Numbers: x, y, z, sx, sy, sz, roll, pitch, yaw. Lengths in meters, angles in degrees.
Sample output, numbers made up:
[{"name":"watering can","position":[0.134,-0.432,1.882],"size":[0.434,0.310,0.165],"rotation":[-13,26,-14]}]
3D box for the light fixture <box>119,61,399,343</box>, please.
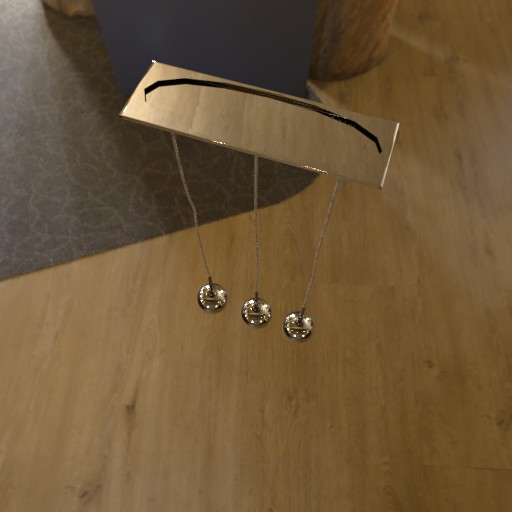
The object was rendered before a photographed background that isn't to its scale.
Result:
[{"name":"light fixture","position":[0.000,0.000,1.640],"size":[0.623,1.408,0.188],"rotation":[17,65,8]}]
